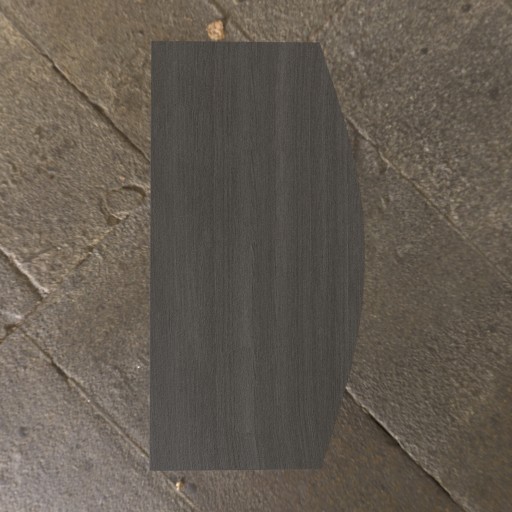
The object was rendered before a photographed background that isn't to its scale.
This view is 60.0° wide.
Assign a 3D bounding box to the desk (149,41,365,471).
[{"bbox_3d":[0.000,0.000,2.030,0.802,0.750,1.600,0,89,-1],"label":"desk"}]
